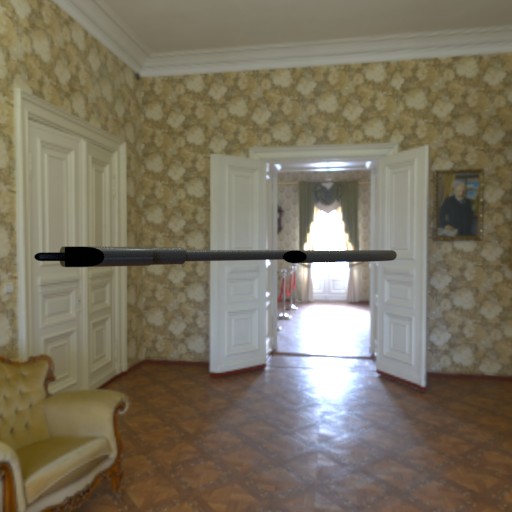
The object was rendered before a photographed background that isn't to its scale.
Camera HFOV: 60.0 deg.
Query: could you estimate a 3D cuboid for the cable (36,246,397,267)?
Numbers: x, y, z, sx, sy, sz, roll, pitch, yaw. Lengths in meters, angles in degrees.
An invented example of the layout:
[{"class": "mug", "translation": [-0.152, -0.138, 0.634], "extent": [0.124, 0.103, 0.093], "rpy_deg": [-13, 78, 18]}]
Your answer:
[{"class": "cable", "translation": [0.000, 0.000, 0.113], "extent": [0.098, 0.006, 0.040], "rpy_deg": [-1, 1, -37]}]
